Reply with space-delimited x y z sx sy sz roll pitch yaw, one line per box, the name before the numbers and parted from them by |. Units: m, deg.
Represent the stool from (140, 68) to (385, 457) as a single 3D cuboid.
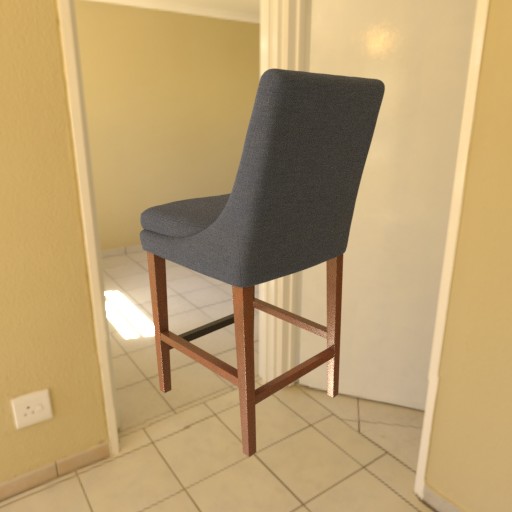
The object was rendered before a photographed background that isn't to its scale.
stool | 0.000 0.000 1.327 0.470 0.981 0.577 -16 24 -42
